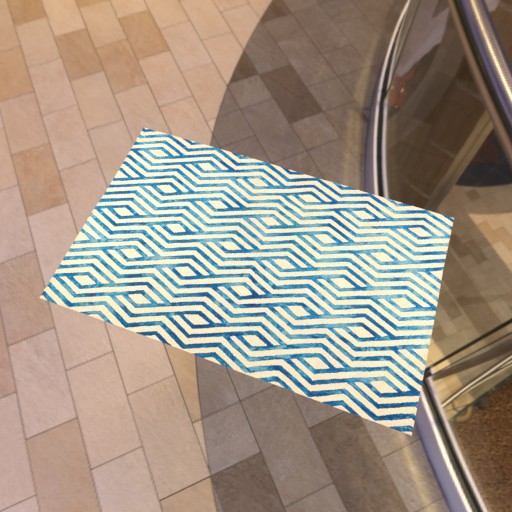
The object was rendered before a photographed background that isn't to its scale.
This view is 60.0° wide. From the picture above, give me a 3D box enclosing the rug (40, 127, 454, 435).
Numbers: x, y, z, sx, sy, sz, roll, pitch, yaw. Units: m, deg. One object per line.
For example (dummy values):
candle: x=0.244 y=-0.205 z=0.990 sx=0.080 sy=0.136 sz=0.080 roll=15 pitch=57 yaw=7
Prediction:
rug: x=0.000 y=0.000 z=3.015 sx=2.439 sy=0.008 sz=1.531 roll=18 pitch=66 yaw=9
